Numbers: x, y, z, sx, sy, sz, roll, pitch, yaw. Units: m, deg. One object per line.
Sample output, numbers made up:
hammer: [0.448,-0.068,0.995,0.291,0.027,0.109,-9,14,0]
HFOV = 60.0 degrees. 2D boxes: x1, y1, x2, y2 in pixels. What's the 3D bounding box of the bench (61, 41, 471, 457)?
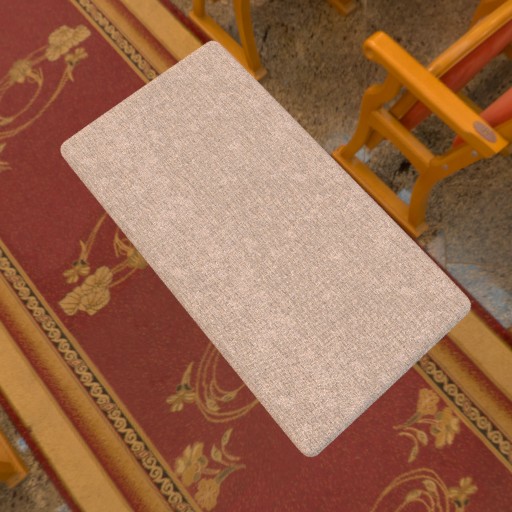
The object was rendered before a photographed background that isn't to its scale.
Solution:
bench: [0.000,0.000,0.965,0.366,0.467,0.681,-39,78,-10]
